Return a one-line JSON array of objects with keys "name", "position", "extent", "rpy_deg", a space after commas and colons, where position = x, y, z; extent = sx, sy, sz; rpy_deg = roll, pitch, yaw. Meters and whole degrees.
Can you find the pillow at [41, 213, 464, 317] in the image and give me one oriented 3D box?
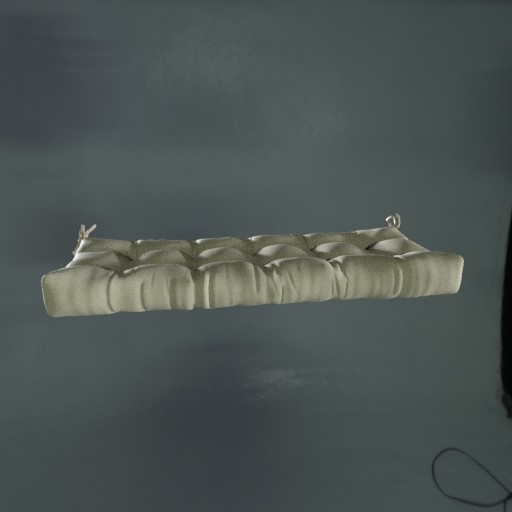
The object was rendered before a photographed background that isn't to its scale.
[{"name": "pillow", "position": [0.000, 0.000, 1.392], "extent": [1.194, 0.174, 0.511], "rpy_deg": [-2, 17, -8]}]
